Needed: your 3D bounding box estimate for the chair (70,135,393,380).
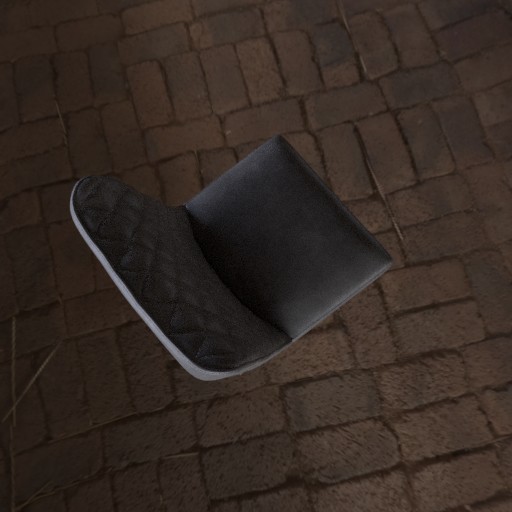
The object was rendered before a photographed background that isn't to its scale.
[{"bbox_3d":[0.000,0.000,1.218,0.587,0.889,0.508,-37,78,-9],"label":"chair"}]
